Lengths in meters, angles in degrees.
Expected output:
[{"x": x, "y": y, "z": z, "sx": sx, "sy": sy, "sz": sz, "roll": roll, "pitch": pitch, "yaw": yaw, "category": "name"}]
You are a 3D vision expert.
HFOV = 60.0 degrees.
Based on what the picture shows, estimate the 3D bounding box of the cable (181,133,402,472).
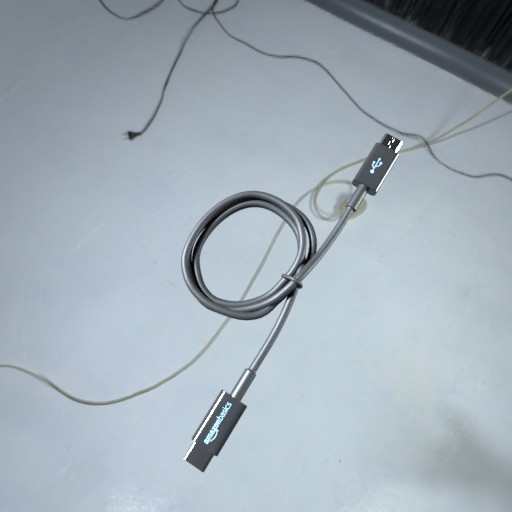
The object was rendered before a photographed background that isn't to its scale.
[{"x": 0.000, "y": 0.000, "z": 0.219, "sx": 0.070, "sy": 0.014, "sz": 0.192, "roll": 31, "pitch": 77, "yaw": 8, "category": "cable"}]
